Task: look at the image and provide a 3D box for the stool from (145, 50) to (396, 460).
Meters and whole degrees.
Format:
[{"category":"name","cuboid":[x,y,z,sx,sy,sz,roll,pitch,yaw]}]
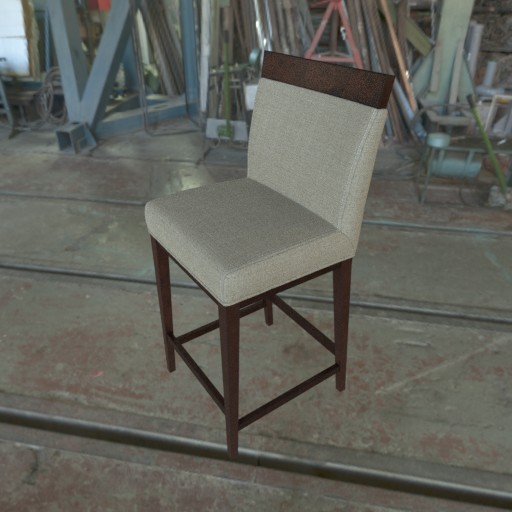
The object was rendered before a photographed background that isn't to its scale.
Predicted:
[{"category":"stool","cuboid":[0.000,0.000,1.279,0.480,1.011,0.463,-20,38,-29]}]
